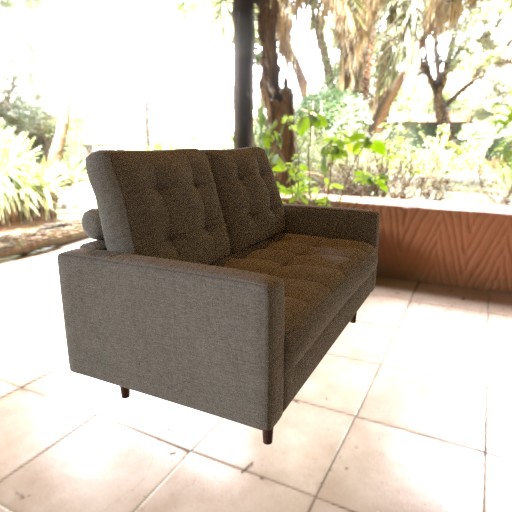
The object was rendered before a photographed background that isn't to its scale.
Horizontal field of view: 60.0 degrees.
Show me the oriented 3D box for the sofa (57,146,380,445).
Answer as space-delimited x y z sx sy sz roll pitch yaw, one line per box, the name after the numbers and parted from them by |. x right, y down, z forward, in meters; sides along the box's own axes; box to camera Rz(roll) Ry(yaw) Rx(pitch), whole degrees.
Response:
0.000 0.000 1.920 0.842 0.907 1.407 7 16 25 | sofa
